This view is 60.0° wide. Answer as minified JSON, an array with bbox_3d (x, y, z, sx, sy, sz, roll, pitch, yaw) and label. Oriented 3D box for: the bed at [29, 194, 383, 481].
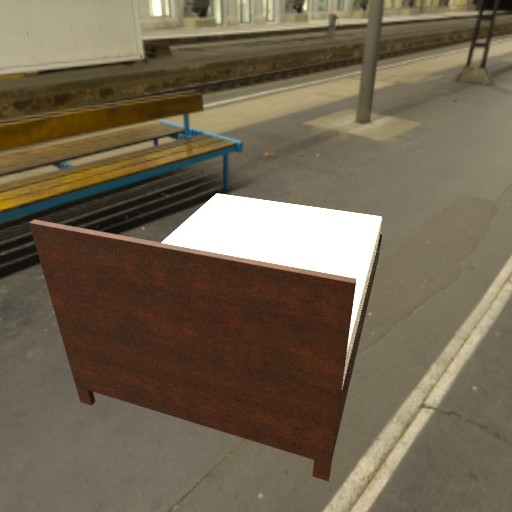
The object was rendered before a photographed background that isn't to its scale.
[{"bbox_3d":[0.000,0.000,3.163,1.600,1.270,2.184,10,32,17],"label":"bed"}]
